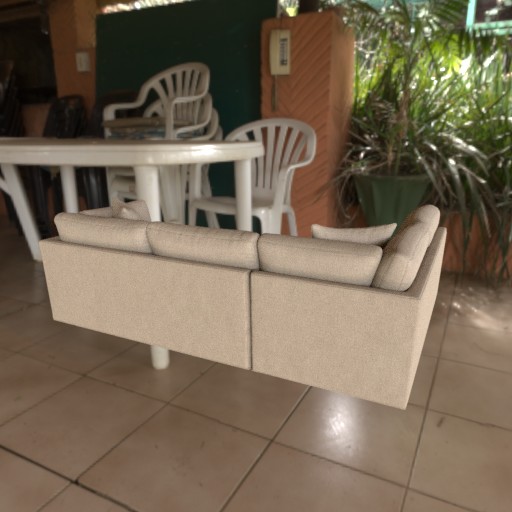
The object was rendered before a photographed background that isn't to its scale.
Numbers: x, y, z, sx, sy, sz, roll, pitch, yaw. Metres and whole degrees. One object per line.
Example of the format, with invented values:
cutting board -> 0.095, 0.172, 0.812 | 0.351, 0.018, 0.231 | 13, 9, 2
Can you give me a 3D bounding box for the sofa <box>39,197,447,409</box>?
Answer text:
sofa -> 0.000, 0.000, 3.828 | 2.896, 0.978, 1.994 | 8, 18, 25
